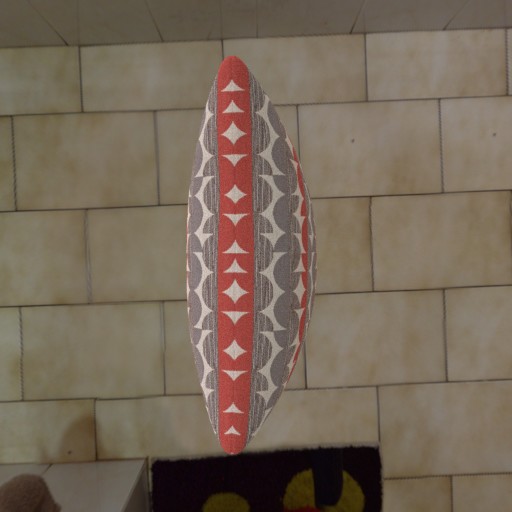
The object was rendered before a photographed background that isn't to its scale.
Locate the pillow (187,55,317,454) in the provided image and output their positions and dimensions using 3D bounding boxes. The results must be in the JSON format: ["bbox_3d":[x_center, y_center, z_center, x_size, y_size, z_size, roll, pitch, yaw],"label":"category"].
[{"bbox_3d":[0.000,0.000,0.654,0.180,0.410,0.420,0,91,-1],"label":"pillow"}]
